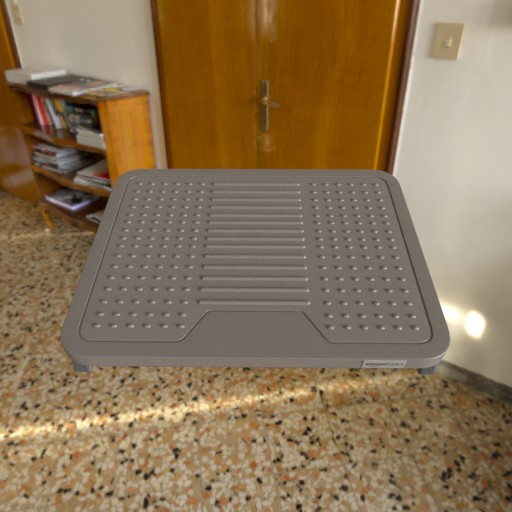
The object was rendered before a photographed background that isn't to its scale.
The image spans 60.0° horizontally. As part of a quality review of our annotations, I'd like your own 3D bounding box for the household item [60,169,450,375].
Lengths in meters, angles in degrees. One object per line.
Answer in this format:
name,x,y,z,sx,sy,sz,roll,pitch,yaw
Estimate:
household item,0.000,0.000,0.540,0.390,0.126,0.301,0,30,1
